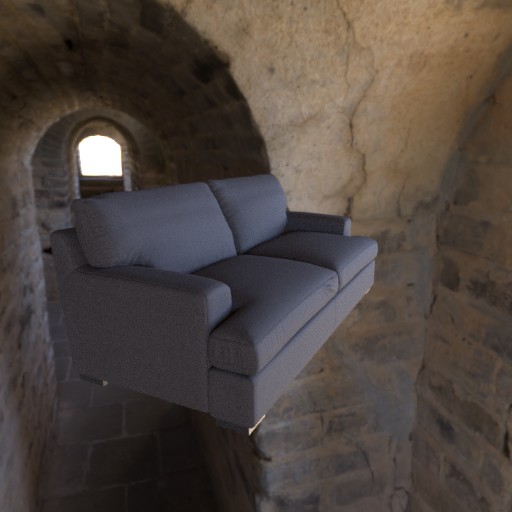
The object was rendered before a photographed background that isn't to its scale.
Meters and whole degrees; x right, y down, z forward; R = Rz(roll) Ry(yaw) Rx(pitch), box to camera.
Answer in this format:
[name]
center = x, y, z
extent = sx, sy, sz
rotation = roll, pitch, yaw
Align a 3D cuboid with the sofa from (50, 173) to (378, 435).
[sofa]
center = 0.000, 0.000, 2.894
extent = 1.140, 0.950, 2.271
rotation = 7, 16, 26
